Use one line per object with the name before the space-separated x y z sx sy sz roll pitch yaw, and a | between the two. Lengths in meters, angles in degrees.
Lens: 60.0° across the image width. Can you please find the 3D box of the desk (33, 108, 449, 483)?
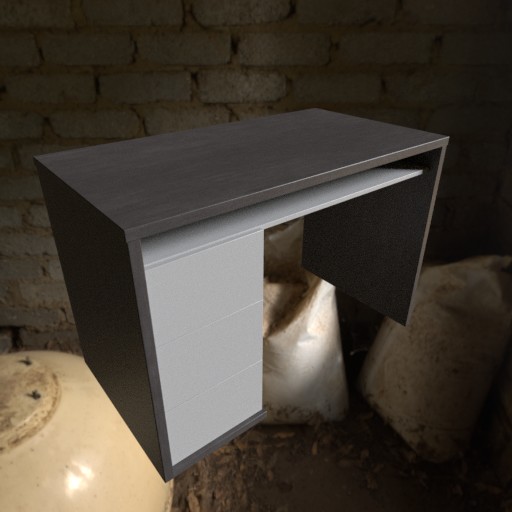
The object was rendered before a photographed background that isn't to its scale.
desk | 0.000 0.000 1.500 1.100 0.750 0.600 -21 35 -33
